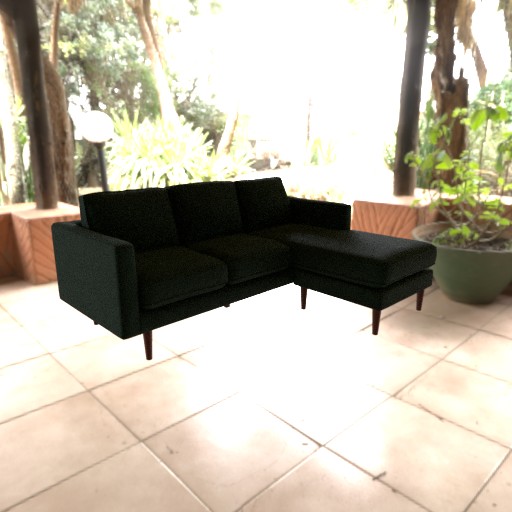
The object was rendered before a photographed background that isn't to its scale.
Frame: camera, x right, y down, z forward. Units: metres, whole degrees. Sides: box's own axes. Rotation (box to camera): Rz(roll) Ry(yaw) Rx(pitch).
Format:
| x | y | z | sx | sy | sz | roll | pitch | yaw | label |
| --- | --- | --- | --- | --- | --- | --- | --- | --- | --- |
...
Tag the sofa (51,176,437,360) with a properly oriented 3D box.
| x | y | z | sx | sy | sz | roll | pitch | yaw | label |
| --- | --- | --- | --- | --- | --- | --- | --- | --- | --- |
| 0.000 | 0.000 | 2.941 | 2.030 | 0.899 | 1.580 | -14 | 21 | -42 | sofa |
